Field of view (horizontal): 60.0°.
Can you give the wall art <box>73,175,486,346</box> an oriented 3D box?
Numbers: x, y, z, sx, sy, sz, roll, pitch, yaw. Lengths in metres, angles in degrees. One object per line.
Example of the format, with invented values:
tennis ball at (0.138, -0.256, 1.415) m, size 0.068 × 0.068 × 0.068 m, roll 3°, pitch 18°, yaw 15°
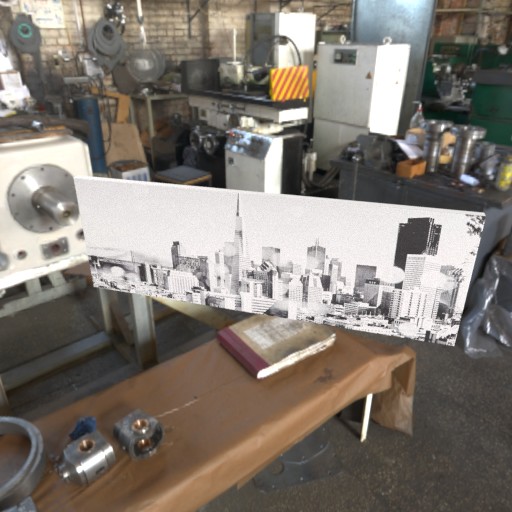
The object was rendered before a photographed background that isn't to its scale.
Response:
wall art at (0.000, 0.000, 1.716) m, size 1.520 × 0.507 × 0.039 m, roll 7°, pitch 27°, yaw 15°
